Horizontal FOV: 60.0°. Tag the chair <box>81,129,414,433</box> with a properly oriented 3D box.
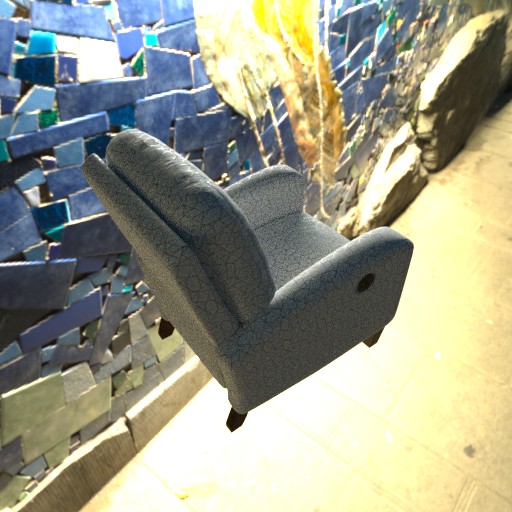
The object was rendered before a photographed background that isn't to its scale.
[{"bbox_3d":[0.000,0.000,1.786,0.995,1.064,0.796,-25,46,-27],"label":"chair"}]
